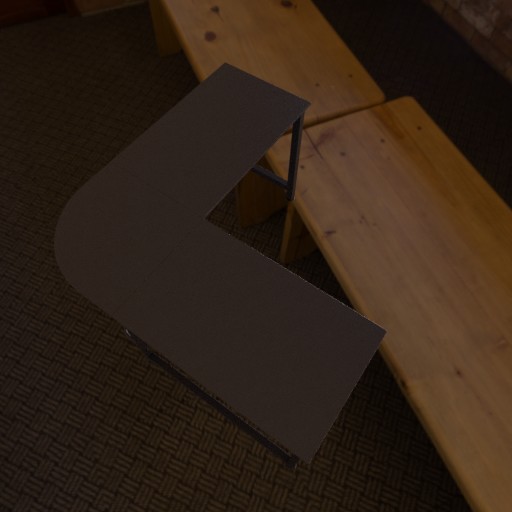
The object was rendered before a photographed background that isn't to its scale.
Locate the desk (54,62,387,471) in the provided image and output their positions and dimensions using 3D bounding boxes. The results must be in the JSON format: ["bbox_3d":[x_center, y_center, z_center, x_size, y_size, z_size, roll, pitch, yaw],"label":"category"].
[{"bbox_3d":[0.000,0.000,2.208,1.400,0.762,1.400,32,65,17],"label":"desk"}]
